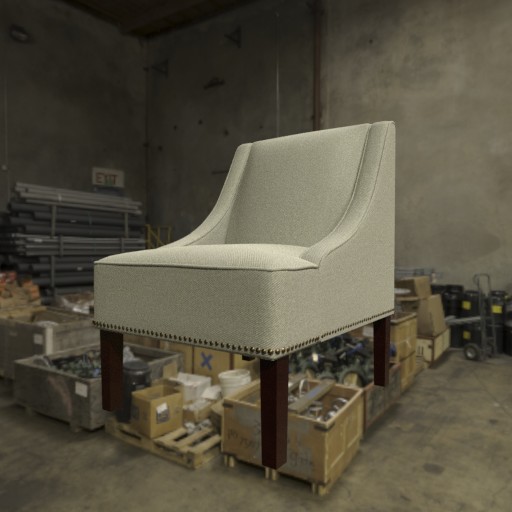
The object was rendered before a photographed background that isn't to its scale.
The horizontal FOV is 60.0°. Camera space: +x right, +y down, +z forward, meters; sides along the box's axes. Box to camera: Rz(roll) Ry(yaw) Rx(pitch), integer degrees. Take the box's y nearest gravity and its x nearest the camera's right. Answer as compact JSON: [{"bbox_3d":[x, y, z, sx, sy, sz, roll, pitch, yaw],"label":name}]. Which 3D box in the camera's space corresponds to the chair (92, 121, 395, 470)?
[{"bbox_3d":[0.000,0.000,1.350,0.628,0.872,0.748,1,2,35],"label":"chair"}]
